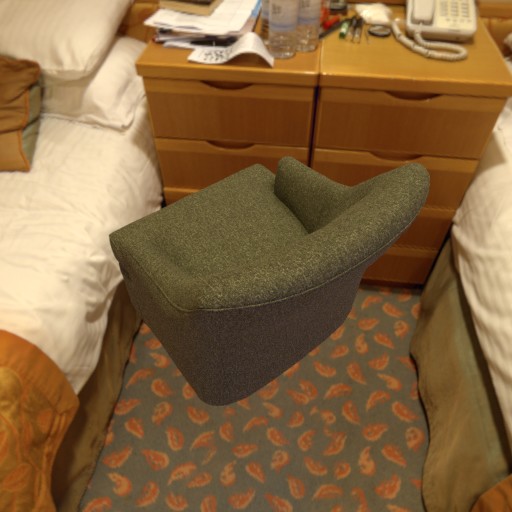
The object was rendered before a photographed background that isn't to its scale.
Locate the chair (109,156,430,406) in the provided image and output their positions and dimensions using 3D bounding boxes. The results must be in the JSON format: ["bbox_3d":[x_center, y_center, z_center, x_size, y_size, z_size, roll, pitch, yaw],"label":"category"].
[{"bbox_3d":[0.000,0.000,1.640,0.864,0.856,0.923,-31,54,-26],"label":"chair"}]
